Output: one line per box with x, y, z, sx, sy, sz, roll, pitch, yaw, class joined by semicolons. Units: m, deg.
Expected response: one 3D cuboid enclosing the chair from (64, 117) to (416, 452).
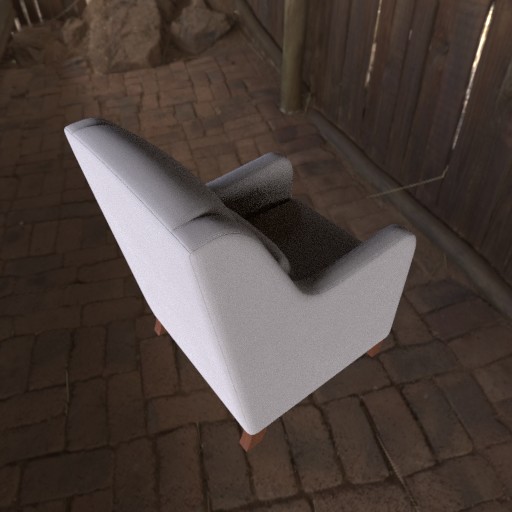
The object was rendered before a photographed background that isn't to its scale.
0.000;0.000;1.552;0.863;1.010;0.715;-26;47;-27;chair
